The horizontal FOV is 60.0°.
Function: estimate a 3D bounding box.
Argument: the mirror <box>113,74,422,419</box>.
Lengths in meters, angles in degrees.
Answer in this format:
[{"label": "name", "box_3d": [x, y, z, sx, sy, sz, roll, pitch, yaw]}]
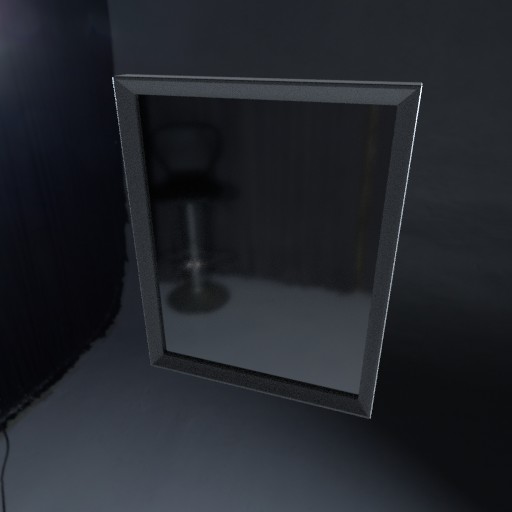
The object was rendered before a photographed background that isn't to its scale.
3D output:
[{"label": "mirror", "box_3d": [0.000, 0.000, 0.684, 0.406, 0.509, 0.041, 9, 28, 17]}]
